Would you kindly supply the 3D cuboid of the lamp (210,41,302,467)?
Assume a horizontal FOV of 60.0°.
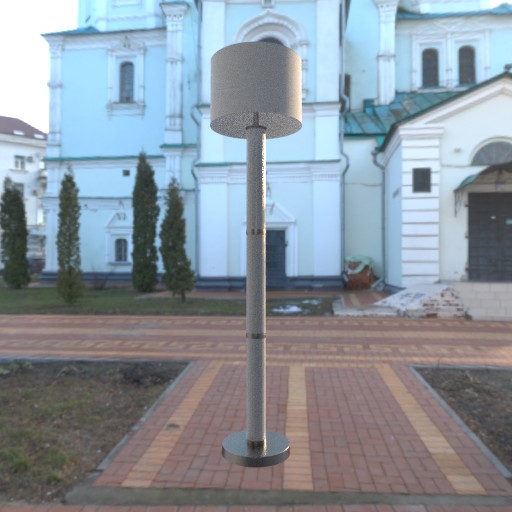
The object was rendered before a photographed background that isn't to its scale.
[{"bbox_3d":[0.000,0.000,1.821,0.377,1.599,0.377,0,-1,18],"label":"lamp"}]
